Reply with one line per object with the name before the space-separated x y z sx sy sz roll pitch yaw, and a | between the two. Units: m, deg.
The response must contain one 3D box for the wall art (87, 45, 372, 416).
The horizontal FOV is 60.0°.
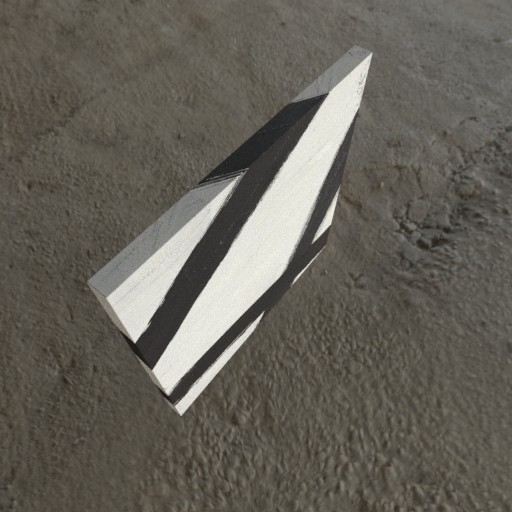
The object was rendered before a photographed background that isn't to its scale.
wall art | 0.000 0.000 1.141 0.046 0.765 0.765 34 64 19
